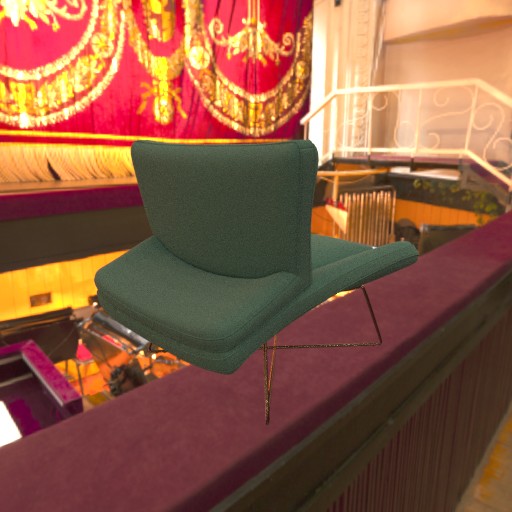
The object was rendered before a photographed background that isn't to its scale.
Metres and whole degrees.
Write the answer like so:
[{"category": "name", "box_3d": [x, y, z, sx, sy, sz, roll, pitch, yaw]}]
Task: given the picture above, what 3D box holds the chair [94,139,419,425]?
[{"category": "chair", "box_3d": [0.000, 0.000, 1.683, 1.008, 0.855, 0.859, -14, 20, -43]}]
